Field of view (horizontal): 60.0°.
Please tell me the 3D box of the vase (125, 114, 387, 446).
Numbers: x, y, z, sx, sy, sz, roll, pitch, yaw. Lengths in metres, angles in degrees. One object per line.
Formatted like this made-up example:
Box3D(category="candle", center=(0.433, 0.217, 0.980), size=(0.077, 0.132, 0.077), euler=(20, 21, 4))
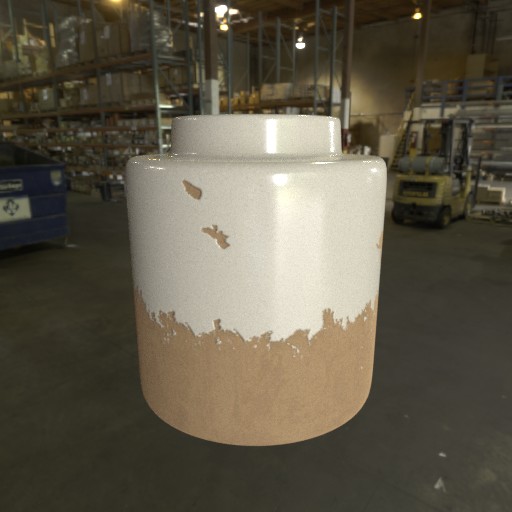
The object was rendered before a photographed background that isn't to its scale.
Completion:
Box3D(category="vase", center=(0.000, 0.000, 0.282), size=(0.153, 0.167, 0.153), euler=(0, 15, 0))
